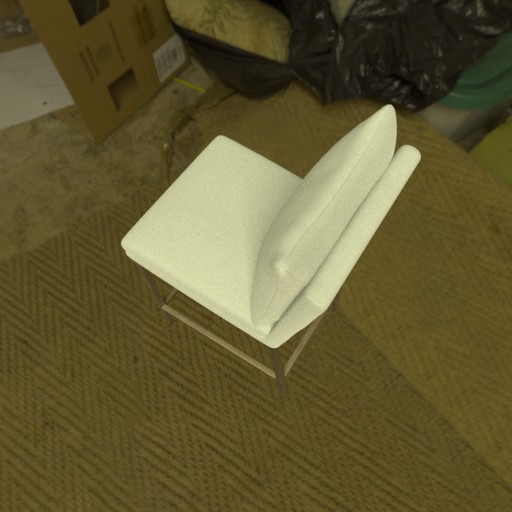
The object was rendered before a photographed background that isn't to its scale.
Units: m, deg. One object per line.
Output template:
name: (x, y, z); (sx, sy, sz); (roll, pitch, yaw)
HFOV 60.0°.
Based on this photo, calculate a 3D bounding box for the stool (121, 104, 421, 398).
stool: (0.000, 0.000, 1.318); (0.572, 1.032, 0.463); (30, 67, 14)
